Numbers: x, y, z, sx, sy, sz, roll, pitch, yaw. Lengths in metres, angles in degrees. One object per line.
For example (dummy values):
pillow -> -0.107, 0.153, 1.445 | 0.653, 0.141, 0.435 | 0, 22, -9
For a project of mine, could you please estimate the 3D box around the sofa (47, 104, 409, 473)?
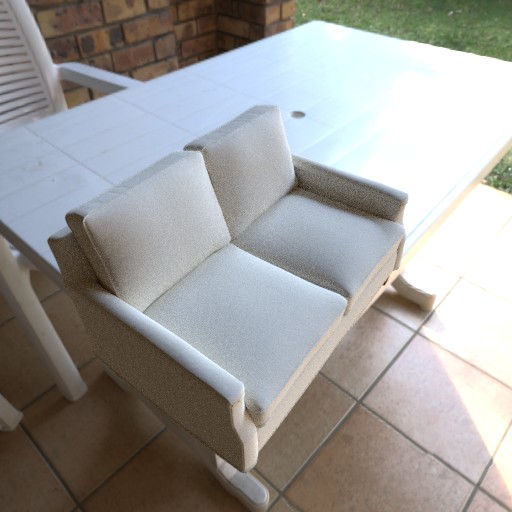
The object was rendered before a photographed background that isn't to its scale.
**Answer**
sofa -> 0.000, 0.000, 2.281 | 1.084, 1.003, 1.597 | 27, 49, 26
